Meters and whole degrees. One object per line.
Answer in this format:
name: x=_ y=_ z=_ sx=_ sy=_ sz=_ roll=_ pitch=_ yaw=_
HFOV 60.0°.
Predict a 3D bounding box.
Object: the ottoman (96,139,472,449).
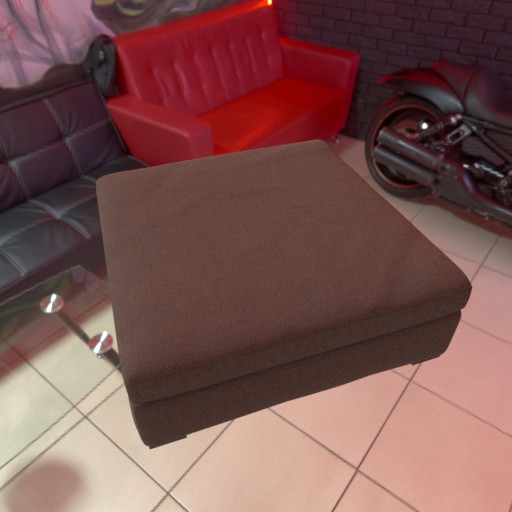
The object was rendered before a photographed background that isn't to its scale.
ottoman: x=0.000 y=0.000 z=1.853 sx=1.181 sy=0.470 sz=1.181 roll=-13 pitch=41 yaw=-15
